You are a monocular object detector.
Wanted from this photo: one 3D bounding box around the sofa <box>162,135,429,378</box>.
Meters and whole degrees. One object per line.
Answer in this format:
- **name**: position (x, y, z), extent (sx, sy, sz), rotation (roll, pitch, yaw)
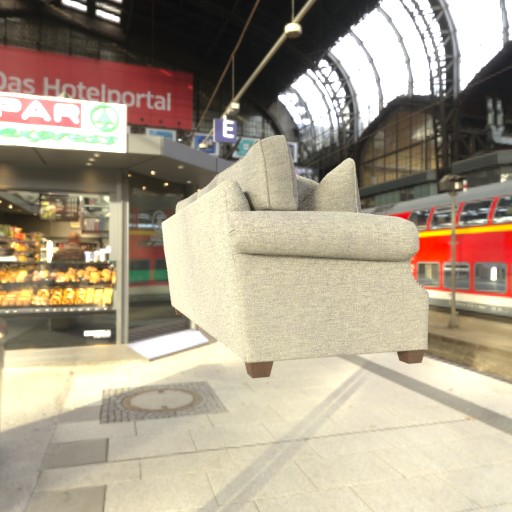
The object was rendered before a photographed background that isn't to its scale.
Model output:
- **sofa**: position (0.000, 0.000, 2.863), extent (0.965, 0.975, 2.312), rotation (0, 0, -18)
